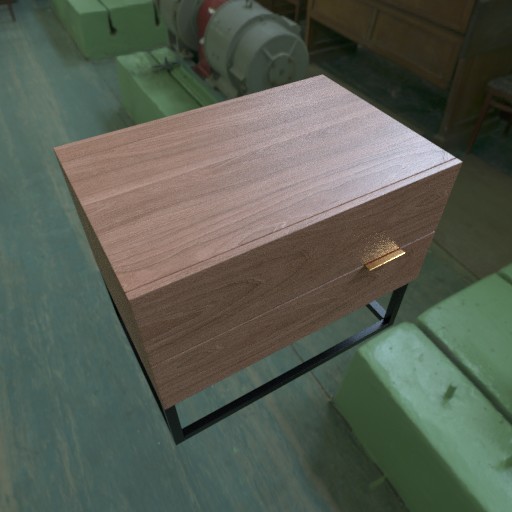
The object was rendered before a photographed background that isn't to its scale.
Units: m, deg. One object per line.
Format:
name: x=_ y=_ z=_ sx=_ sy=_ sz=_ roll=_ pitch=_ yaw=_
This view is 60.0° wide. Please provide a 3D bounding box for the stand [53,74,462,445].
stand: x=0.000 y=0.000 z=0.956 sx=0.600 sy=0.500 sz=0.420 roll=-23 pitch=50 yaw=-21
